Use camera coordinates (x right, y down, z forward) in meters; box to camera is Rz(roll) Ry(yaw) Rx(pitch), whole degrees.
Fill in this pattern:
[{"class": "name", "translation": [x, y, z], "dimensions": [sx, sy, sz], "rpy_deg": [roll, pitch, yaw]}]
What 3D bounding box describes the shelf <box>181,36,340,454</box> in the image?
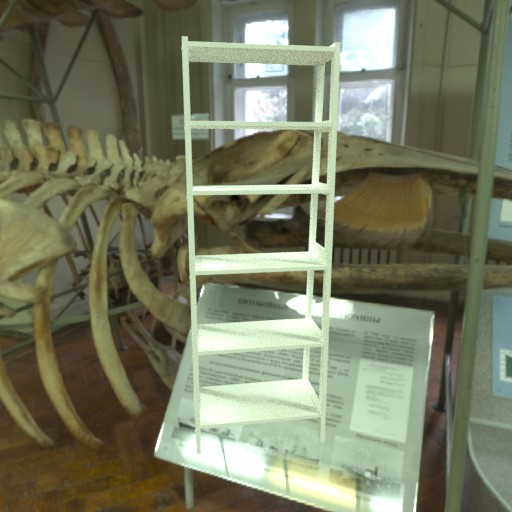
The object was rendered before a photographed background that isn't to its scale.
[{"class": "shelf", "translation": [0.000, 0.000, 2.196], "dimensions": [0.660, 1.892, 0.381], "rpy_deg": [-2, 13, -9]}]
